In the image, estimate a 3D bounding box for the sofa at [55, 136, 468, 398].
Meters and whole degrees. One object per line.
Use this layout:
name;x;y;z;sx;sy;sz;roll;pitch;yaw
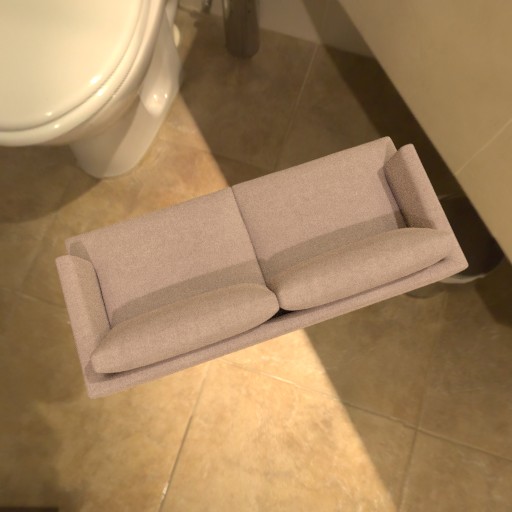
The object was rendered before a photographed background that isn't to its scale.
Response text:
sofa;0.000;0.000;2.767;2.250;0.868;1.020;-18;77;-4
